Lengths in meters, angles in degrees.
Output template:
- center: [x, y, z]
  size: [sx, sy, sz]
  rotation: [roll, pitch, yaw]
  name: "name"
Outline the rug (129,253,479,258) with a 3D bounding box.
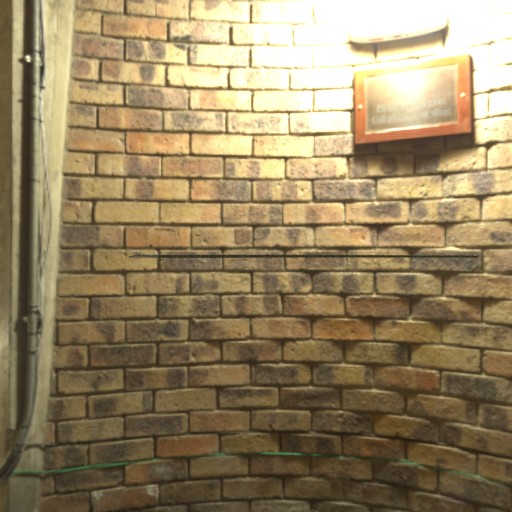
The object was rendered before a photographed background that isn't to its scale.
- center: [0.000, 0.000, 5.392]
  size: [2.802, 0.052, 4.078]
  rotation: [0, 0, -19]
  name: "rug"
